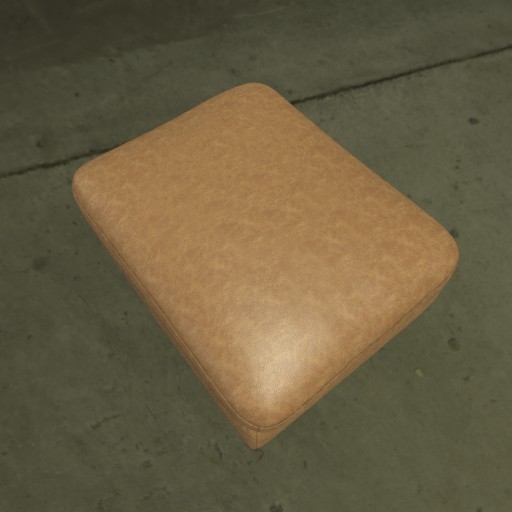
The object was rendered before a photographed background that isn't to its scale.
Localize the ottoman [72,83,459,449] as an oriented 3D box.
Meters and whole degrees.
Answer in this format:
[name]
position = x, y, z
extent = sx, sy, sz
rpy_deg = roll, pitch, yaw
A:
[ottoman]
position = 0.000, 0.000, 1.117
extent = 0.593, 0.478, 0.747
rpy_deg = -34, 64, -19
